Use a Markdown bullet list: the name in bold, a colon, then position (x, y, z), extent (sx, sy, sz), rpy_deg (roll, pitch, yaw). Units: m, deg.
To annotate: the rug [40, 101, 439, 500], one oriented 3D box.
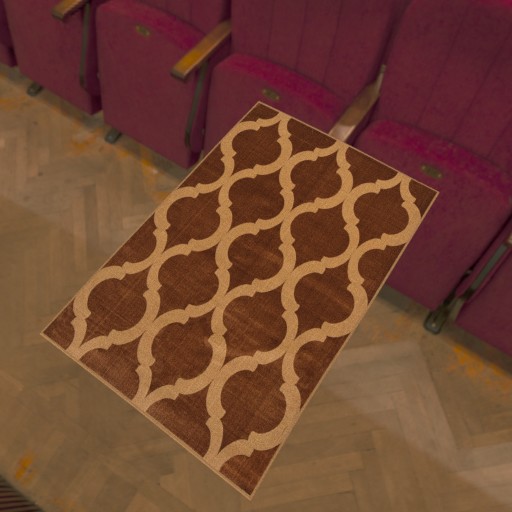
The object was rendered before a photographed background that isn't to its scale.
- **rug**: position (0.000, 0.000, 2.839), extent (1.526, 0.014, 2.290), rpy_deg (32, 67, 15)
